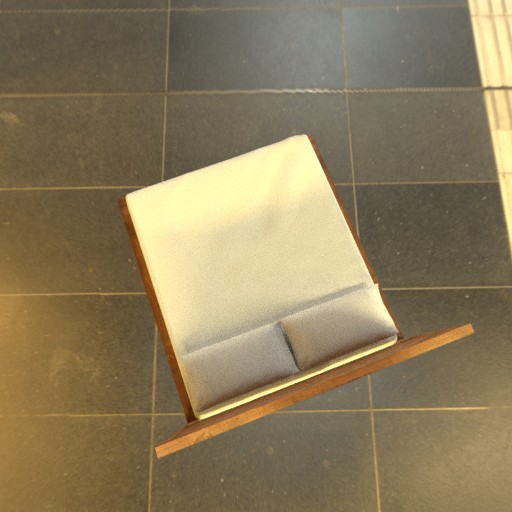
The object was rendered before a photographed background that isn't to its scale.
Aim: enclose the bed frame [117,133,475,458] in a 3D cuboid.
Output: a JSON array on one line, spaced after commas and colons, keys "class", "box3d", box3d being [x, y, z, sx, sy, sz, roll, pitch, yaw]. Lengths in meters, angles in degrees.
[{"class": "bed frame", "box3d": [0.000, 0.000, 3.639, 2.038, 1.537, 2.235, -20, 76, -5]}]
